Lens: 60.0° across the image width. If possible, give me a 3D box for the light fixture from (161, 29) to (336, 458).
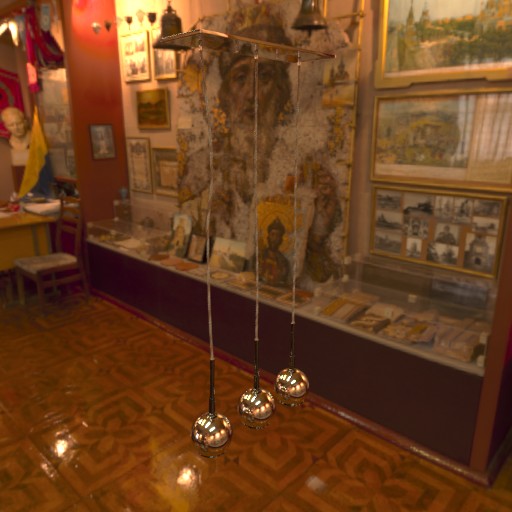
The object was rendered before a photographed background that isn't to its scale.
[{"bbox_3d":[0.000,0.000,1.632,0.623,1.408,0.188,-15,22,-43],"label":"light fixture"}]
